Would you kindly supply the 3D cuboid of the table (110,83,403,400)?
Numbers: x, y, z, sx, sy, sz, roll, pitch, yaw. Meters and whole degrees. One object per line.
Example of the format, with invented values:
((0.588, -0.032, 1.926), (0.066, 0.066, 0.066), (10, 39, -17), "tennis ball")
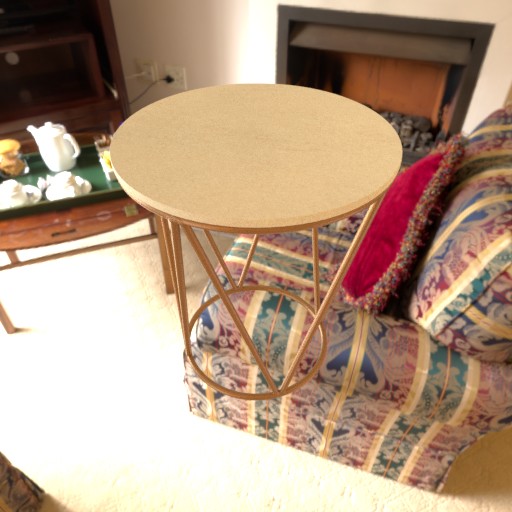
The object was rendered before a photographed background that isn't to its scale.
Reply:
((0.000, 0.000, 0.963), (0.500, 0.564, 0.500), (0, 41, 0), "table")
